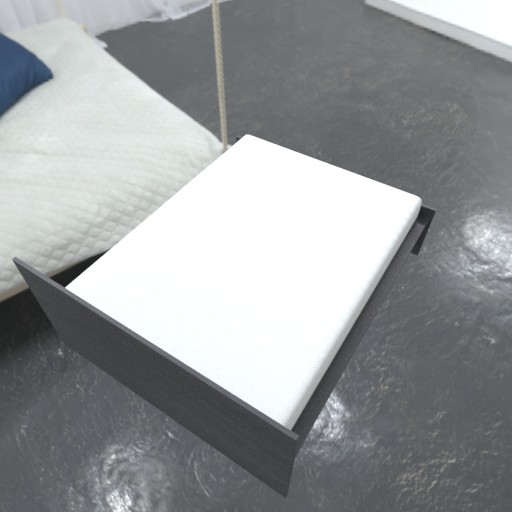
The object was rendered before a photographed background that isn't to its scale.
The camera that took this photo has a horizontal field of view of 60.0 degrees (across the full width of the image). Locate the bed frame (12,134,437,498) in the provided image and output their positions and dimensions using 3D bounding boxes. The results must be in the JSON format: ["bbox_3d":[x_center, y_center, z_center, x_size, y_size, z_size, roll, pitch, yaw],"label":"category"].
[{"bbox_3d":[0.000,0.000,2.755,1.622,0.800,1.960,26,53,21],"label":"bed frame"}]
